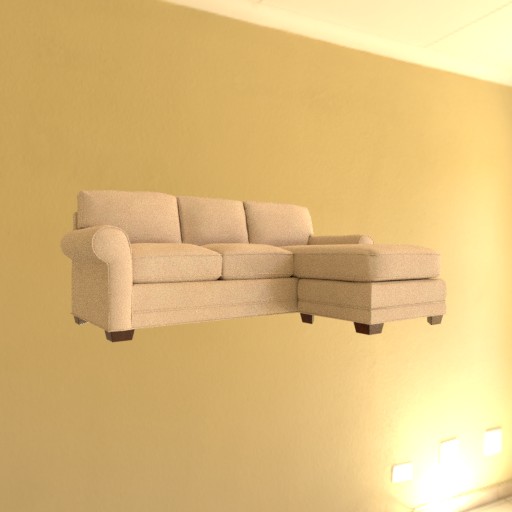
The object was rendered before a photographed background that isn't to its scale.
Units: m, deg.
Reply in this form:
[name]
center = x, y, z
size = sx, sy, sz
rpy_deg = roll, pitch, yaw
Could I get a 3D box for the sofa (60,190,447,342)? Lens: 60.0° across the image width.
[sofa]
center = 0.000, 0.000, 2.398
size = 1.770, 0.734, 1.226
rpy_deg = 0, 0, -35
